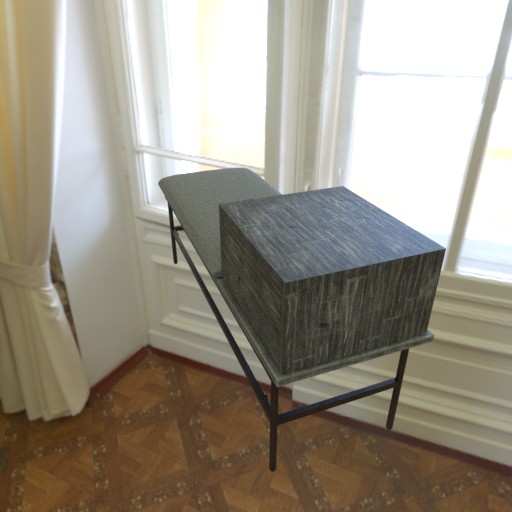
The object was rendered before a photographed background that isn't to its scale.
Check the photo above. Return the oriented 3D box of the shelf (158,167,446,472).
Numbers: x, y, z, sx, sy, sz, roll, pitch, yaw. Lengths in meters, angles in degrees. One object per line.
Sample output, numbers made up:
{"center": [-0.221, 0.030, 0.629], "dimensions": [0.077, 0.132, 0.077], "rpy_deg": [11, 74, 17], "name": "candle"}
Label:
{"center": [0.000, 0.000, 1.618], "dimensions": [0.457, 0.633, 1.342], "rpy_deg": [-11, 30, -19], "name": "shelf"}
